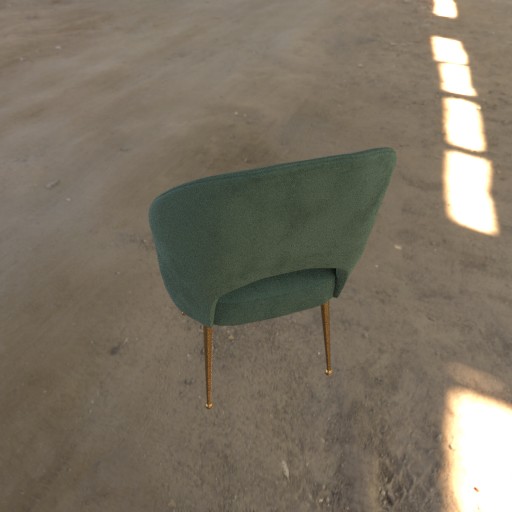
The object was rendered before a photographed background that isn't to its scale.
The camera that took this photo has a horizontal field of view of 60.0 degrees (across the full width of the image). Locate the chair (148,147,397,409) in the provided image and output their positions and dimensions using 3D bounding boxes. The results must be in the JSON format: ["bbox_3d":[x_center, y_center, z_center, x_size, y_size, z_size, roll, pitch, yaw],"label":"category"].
[{"bbox_3d":[0.000,0.000,1.203,0.527,0.860,0.577,-12,41,-13],"label":"chair"}]
